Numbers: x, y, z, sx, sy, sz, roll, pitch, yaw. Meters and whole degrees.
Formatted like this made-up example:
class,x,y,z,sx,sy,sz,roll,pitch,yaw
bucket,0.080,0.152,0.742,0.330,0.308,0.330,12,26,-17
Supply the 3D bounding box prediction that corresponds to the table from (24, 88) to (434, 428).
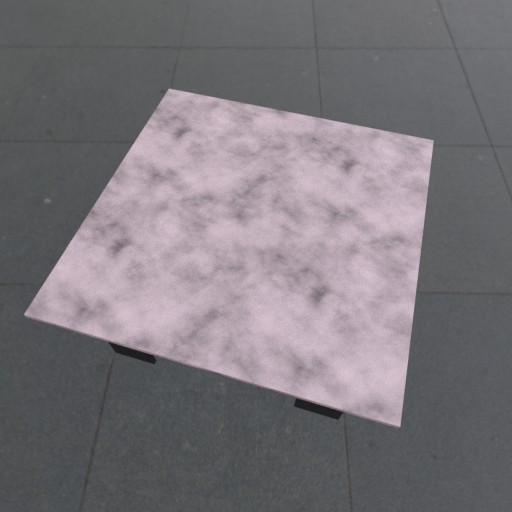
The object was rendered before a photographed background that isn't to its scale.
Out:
class,x,y,z,sx,sy,sz,roll,pitch,yaw
table,0.000,0.000,1.045,0.670,0.305,0.670,14,58,9
